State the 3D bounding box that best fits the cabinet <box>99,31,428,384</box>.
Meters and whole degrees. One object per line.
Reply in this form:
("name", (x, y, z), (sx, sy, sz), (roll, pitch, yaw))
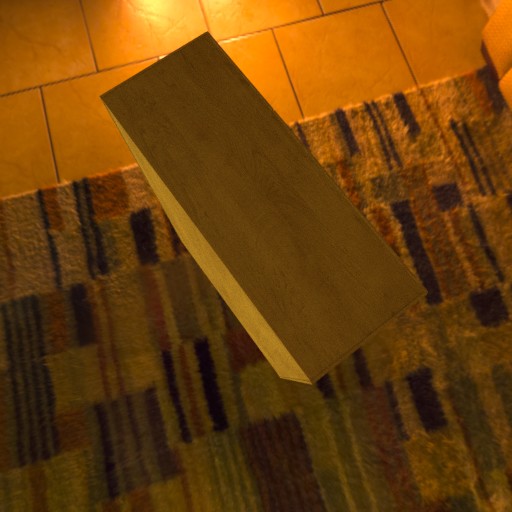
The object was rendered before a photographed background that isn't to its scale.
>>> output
("cabinet", (0.000, 0.000, 2.491), (0.510, 1.910, 1.290), (-35, 78, -9))
